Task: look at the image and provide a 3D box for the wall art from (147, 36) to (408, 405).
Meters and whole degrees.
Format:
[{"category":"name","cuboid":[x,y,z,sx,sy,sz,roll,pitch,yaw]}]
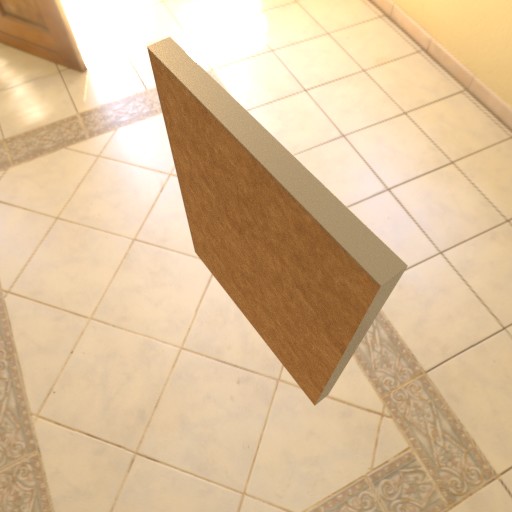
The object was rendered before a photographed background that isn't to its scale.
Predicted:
[{"category":"wall art","cuboid":[0.000,0.000,0.760,0.037,0.554,0.453,-33,65,-17]}]
